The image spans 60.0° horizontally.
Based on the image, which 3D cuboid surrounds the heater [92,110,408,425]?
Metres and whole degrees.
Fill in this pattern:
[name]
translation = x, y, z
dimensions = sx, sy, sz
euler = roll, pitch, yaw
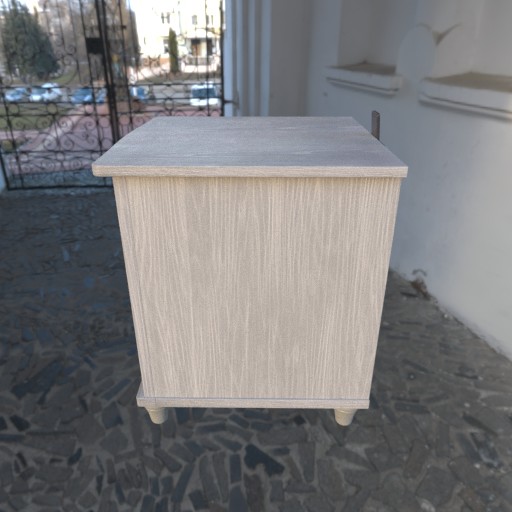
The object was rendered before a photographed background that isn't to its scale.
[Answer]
[heater]
translation = 0.000, 0.000, 0.769
dimensions = 0.400, 0.481, 0.362
euler = 0, 26, 1
